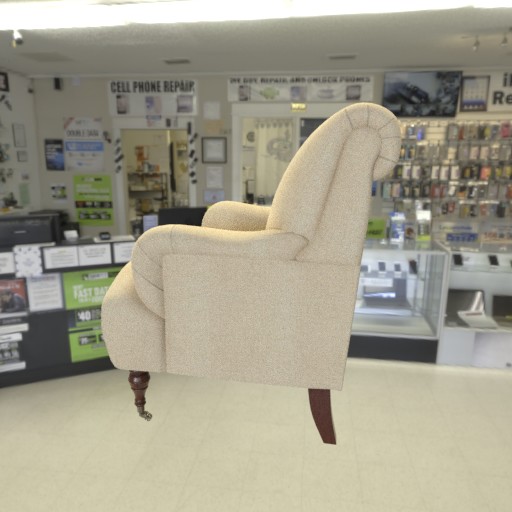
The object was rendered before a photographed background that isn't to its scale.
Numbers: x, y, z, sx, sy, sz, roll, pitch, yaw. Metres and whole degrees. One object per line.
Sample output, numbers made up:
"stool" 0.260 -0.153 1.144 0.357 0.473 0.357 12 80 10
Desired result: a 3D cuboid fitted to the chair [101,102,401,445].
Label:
"chair" 0.000 0.000 1.532 0.842 0.944 0.766 2 13 10
